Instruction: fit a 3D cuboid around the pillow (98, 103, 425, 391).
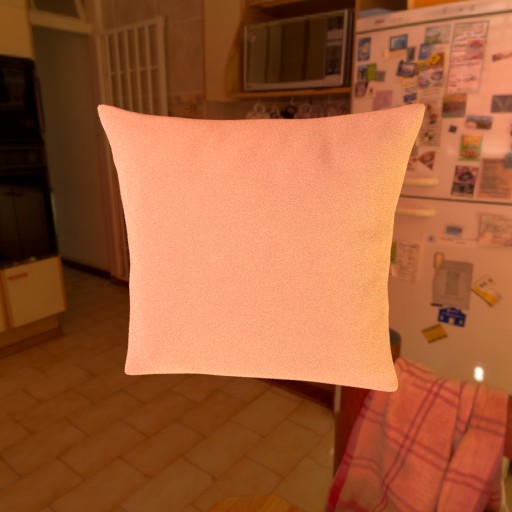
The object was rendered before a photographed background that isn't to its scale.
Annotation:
[{"bbox_3d":[0.000,0.000,0.778,0.526,0.507,0.166,2,16,7],"label":"pillow"}]
